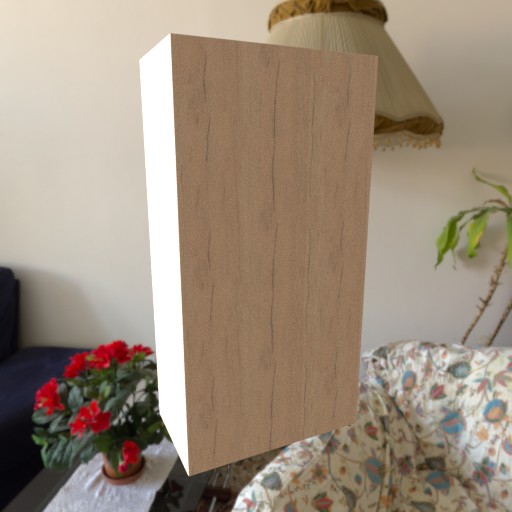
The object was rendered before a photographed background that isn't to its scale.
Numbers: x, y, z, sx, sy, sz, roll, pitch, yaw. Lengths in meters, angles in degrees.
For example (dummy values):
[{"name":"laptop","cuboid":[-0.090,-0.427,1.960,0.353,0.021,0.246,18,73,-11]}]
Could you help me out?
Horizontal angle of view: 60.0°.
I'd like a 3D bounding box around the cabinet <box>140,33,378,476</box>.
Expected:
[{"name":"cabinet","cuboid":[0.000,0.000,2.329,0.980,1.930,0.580,-6,15,-25]}]
